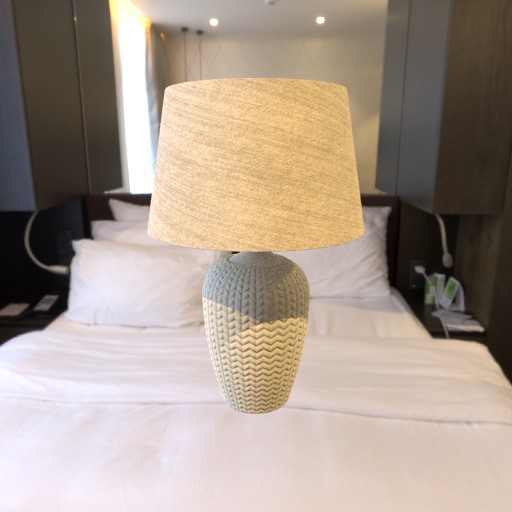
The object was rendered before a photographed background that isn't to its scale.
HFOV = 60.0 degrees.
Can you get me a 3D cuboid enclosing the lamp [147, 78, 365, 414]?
[{"bbox_3d":[0.000,0.000,0.830,0.390,0.580,0.390,0,14,0],"label":"lamp"}]
